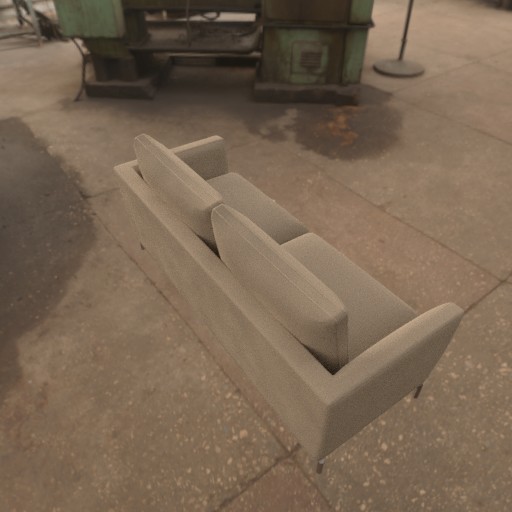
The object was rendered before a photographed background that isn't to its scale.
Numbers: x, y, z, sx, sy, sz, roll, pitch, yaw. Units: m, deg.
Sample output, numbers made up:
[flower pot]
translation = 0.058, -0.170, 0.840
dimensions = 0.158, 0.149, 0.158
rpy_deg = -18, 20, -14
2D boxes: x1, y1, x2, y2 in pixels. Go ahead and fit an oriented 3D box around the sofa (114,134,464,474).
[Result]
[sofa]
translation = 0.000, 0.000, 2.704
dimensions = 0.868, 1.005, 2.214
rpy_deg = -25, 47, -26
